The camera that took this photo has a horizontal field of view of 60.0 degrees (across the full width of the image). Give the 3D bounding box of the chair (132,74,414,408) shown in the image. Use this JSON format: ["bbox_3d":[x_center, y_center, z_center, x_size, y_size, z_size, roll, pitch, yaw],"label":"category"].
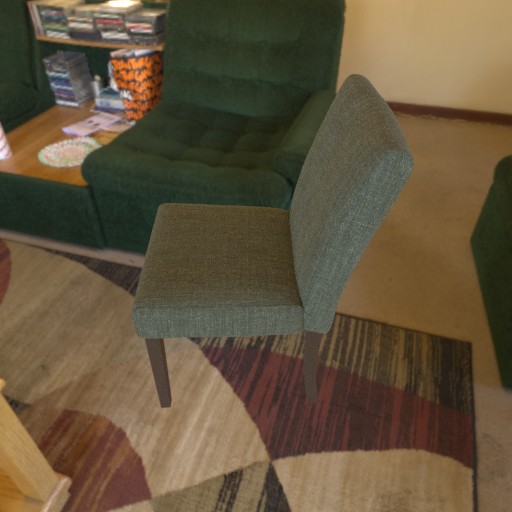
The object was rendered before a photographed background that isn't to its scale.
[{"bbox_3d":[0.000,0.000,1.276,0.629,0.884,0.487,-1,41,-1],"label":"chair"}]
